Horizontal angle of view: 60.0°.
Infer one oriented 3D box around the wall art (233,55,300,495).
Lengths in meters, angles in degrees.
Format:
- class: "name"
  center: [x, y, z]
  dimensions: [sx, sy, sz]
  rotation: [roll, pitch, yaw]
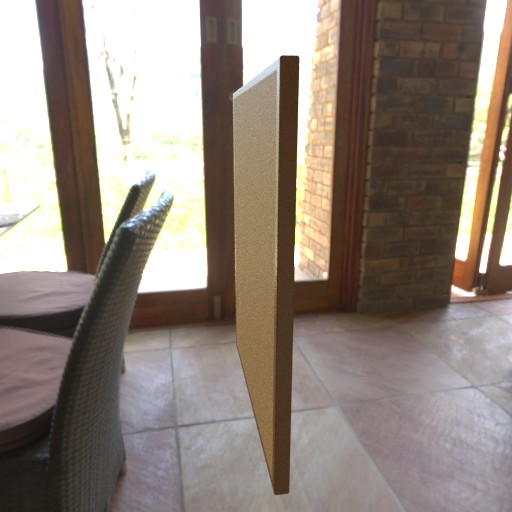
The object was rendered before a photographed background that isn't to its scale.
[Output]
- class: "wall art"
  center: [0.000, 0.000, 0.742]
  dimensions: [0.021, 0.550, 0.449]
  rotation: [-2, 16, -9]
